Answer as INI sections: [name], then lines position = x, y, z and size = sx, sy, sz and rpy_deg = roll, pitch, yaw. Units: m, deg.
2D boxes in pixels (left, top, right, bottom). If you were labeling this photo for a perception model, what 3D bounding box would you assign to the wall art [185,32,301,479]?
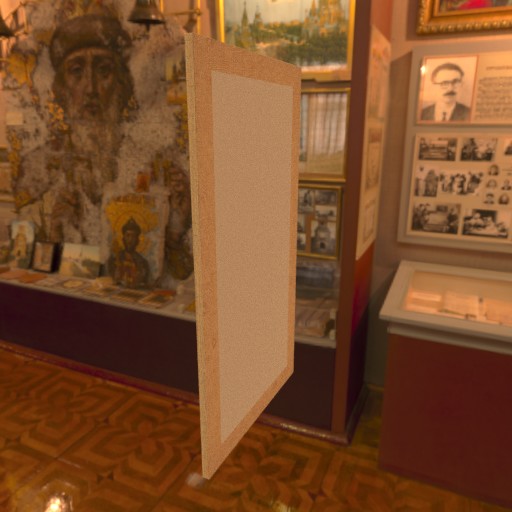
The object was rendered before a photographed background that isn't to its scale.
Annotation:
[wall art]
position = 0.000, 0.000, 0.816
size = 0.013, 0.683, 0.381
rpy_deg = 8, 18, 25
